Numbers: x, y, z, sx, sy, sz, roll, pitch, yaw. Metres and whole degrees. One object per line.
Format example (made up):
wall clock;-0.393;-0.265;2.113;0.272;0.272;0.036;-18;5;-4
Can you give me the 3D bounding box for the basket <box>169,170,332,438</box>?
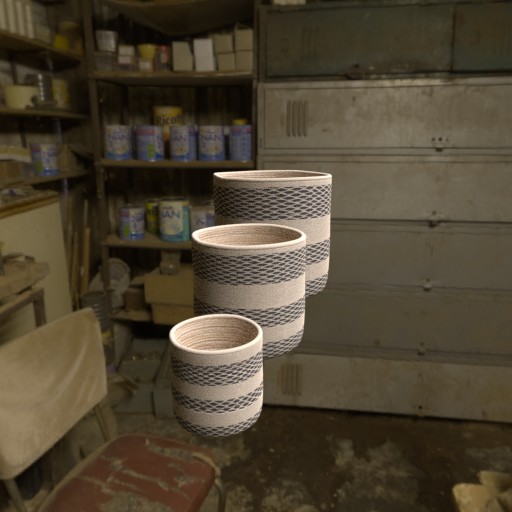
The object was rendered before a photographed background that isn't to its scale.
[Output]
basket;0.000;0.000;1.079;0.351;0.356;0.917;3;15;9
